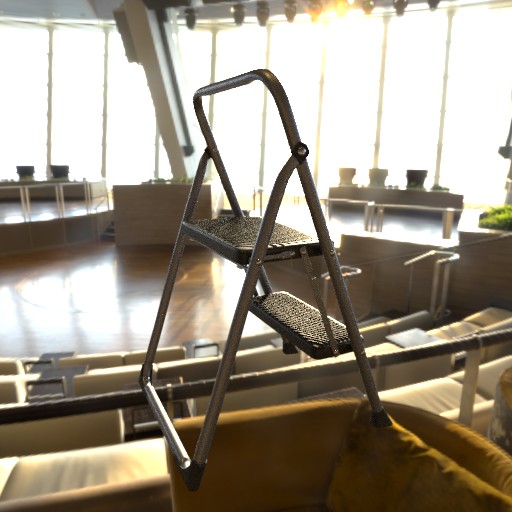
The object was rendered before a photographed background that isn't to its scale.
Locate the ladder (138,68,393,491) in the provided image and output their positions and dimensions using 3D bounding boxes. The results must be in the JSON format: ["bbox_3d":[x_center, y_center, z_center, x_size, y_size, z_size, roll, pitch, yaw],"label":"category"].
[{"bbox_3d":[0.000,0.000,0.973,0.472,0.720,0.430,-7,15,-26],"label":"ladder"}]
